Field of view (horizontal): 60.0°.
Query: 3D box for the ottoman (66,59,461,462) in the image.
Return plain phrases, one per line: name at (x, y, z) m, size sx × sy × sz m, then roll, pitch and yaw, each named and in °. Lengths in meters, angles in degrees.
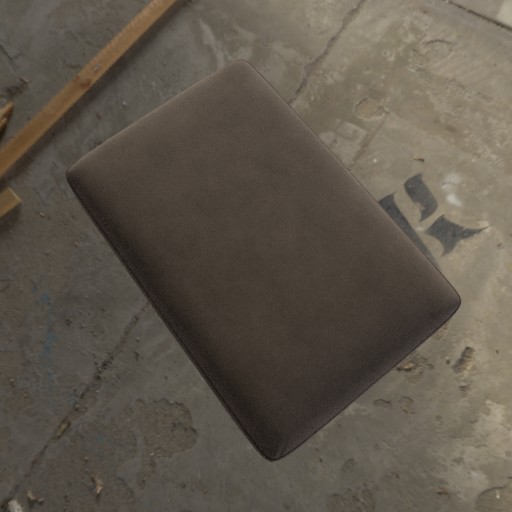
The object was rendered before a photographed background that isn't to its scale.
ottoman at (0.000, 0.000, 1.210) m, size 0.584 × 0.483 × 0.864 m, roll -36°, pitch 77°, yaw -10°
